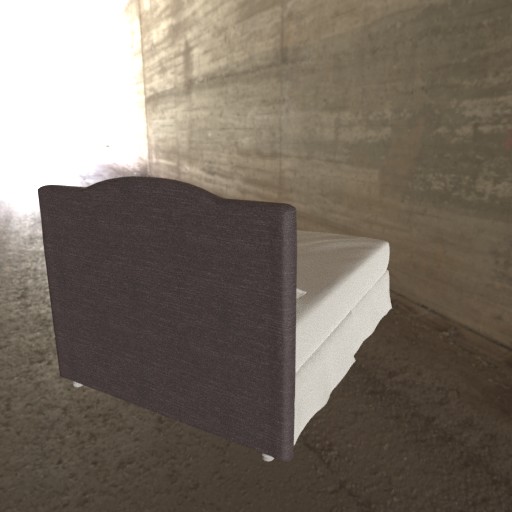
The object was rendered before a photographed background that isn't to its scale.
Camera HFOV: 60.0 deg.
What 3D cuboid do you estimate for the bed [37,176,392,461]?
[{"bbox_3d":[0.000,0.000,3.508,1.741,1.441,2.507,8,18,28],"label":"bed"}]
